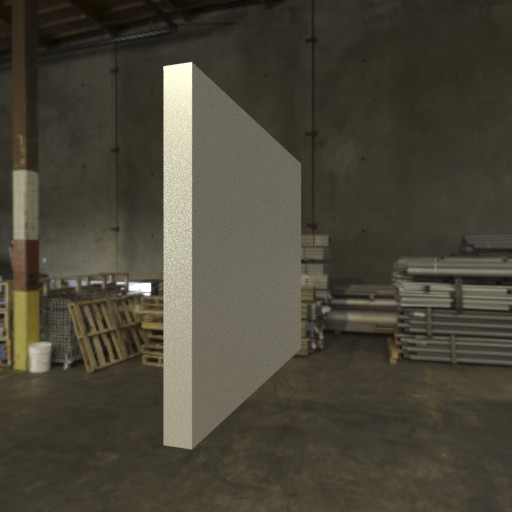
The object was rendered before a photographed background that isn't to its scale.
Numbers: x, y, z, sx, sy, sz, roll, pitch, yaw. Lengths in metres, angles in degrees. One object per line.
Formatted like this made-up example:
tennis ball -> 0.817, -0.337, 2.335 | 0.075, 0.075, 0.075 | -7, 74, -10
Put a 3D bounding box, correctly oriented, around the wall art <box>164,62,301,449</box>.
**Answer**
wall art -> 0.000, 0.000, 1.430 | 0.066, 0.801, 1.056 | 0, 0, 18
